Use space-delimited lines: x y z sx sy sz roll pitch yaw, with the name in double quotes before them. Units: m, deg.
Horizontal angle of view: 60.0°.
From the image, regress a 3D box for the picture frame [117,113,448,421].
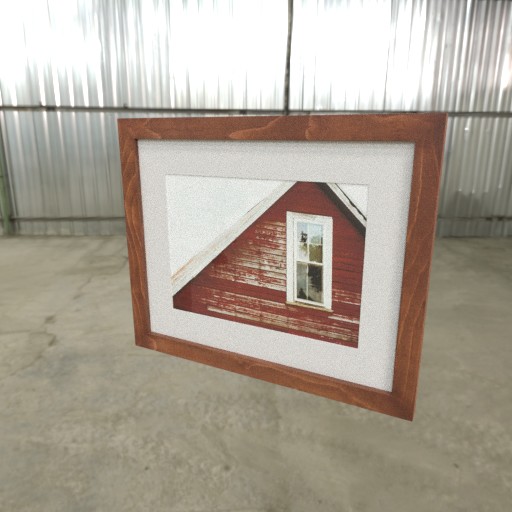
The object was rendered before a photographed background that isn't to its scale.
"picture frame" 0.000 0.000 0.760 0.559 0.457 0.025 8 18 26
